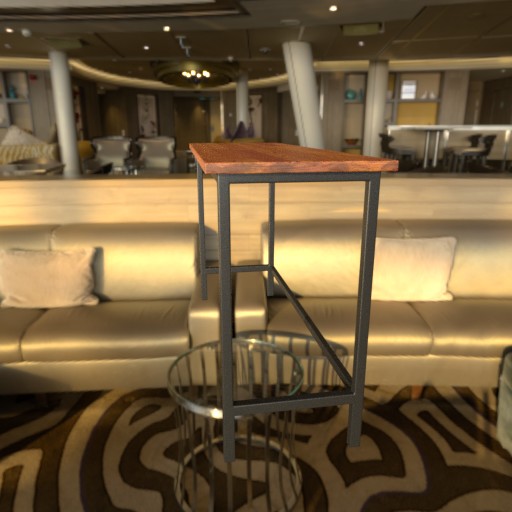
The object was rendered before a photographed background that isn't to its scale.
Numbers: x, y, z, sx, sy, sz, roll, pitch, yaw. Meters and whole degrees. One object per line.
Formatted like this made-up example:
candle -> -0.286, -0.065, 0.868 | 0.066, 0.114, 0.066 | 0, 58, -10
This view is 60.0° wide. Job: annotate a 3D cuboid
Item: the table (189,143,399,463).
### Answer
table -> 0.000, 0.000, 1.571 | 0.408, 0.740, 1.204 | -3, 16, -9
